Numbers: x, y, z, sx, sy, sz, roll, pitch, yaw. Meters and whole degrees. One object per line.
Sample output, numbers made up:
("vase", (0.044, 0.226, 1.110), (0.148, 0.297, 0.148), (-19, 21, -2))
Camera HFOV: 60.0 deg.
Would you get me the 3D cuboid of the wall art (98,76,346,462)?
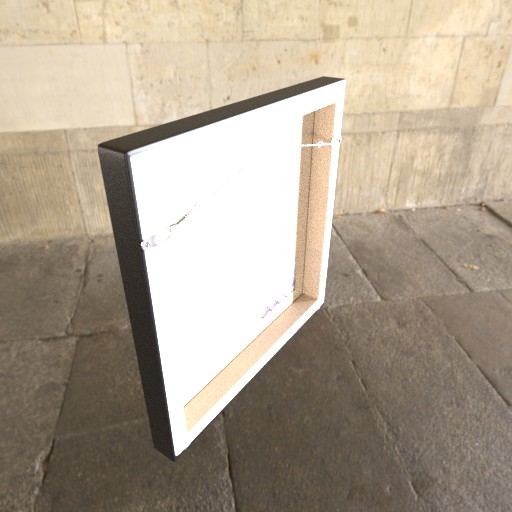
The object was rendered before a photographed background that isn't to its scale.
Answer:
("wall art", (0.000, 0.000, 0.607), (0.041, 0.407, 0.406), (20, 37, 30))
